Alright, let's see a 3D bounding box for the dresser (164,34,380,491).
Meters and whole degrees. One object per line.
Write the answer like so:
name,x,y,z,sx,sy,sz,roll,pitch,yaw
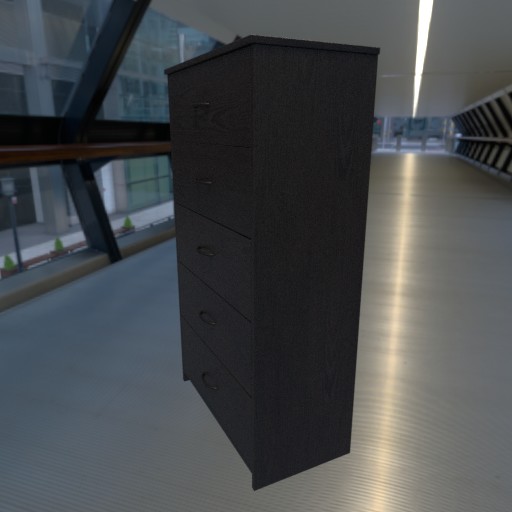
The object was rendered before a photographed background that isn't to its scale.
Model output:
dresser,0.000,0.000,1.540,0.418,1.254,0.704,-8,18,-26
